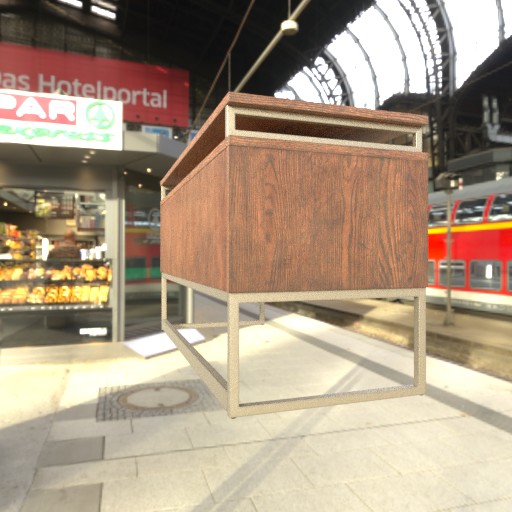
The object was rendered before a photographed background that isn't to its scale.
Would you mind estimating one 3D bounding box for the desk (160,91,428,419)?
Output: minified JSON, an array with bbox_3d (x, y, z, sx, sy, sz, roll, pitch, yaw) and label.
[{"bbox_3d":[0.000,0.000,1.816,0.610,0.792,1.384,0,0,-19],"label":"desk"}]
